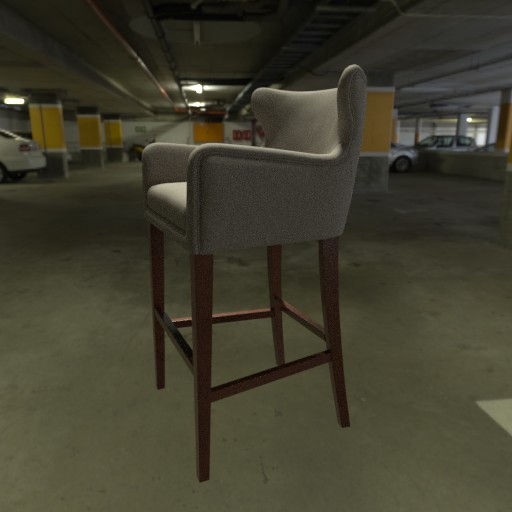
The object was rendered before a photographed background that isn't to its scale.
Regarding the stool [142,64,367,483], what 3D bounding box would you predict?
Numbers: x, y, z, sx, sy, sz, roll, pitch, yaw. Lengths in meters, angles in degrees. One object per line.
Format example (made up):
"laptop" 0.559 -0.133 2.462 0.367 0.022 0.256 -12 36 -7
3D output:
"stool" 0.000 0.000 1.376 0.575 1.047 0.575 -7 16 -24
